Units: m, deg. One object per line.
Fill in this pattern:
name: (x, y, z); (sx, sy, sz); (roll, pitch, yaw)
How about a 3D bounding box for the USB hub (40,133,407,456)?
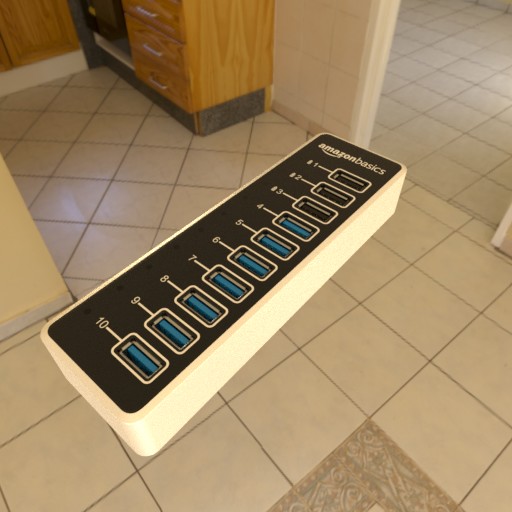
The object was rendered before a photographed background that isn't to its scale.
USB hub: (0.000, 0.000, 0.163); (0.044, 0.023, 0.145); (32, 54, 27)
